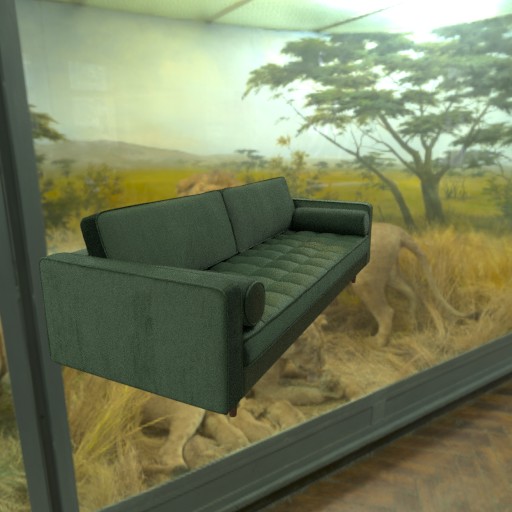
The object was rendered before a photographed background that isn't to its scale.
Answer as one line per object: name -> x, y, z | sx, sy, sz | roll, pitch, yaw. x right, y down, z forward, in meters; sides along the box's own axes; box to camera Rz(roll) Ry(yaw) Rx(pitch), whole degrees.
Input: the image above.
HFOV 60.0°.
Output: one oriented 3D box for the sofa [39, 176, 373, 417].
sofa -> 0.000, 0.000, 2.602 | 0.918, 0.769, 2.199 | 7, 17, 26
